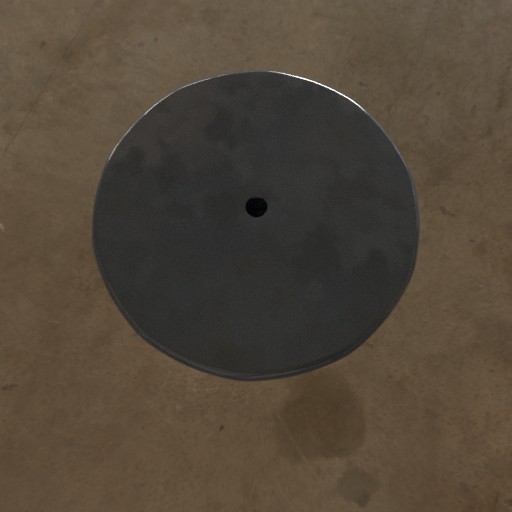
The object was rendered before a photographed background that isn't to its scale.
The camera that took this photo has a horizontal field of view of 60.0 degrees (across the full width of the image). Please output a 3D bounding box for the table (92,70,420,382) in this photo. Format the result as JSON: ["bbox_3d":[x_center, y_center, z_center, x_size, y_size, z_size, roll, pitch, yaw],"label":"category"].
[{"bbox_3d":[0.000,0.000,0.649,0.352,0.387,0.352,0,75,0],"label":"table"}]
